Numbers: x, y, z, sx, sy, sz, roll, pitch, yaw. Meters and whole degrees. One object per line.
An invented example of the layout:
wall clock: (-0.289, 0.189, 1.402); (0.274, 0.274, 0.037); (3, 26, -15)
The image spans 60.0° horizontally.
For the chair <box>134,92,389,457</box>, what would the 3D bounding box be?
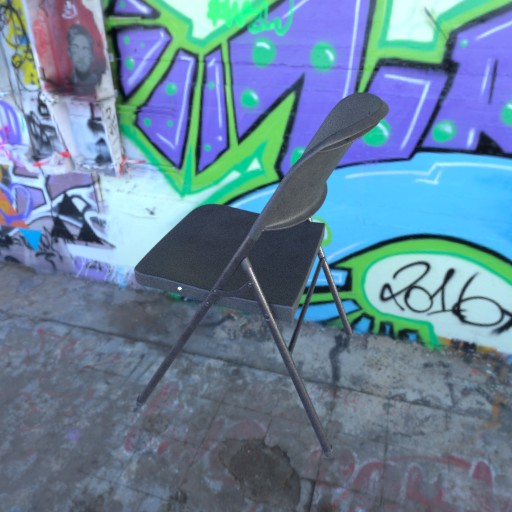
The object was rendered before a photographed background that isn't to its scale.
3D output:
chair: (0.000, 0.000, 1.176); (0.567, 0.810, 0.494); (9, 32, 15)
